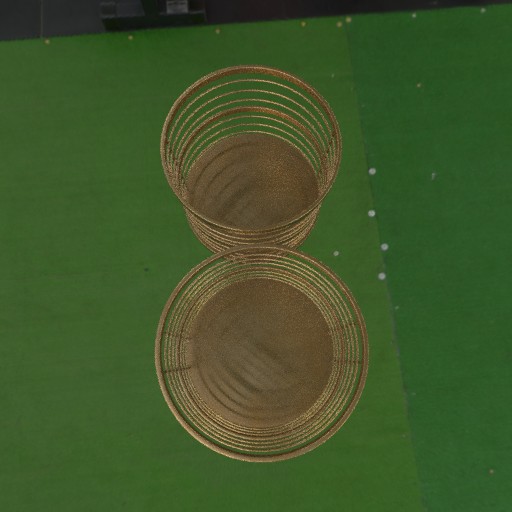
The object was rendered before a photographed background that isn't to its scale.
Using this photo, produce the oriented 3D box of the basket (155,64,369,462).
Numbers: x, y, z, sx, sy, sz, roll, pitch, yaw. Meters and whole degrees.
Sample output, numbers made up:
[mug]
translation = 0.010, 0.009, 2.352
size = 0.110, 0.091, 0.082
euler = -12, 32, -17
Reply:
[basket]
translation = 0.000, 0.000, 0.948
size = 0.356, 0.351, 0.746
euler = -3, 77, -1
